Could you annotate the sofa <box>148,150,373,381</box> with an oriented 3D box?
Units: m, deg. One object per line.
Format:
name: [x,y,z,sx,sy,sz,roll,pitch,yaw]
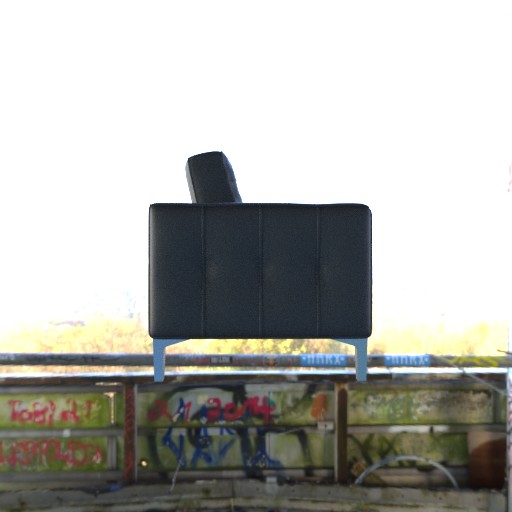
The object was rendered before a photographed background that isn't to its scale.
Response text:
sofa: [0.000,0.000,2.703,0.833,0.893,2.275,0,0,-1]
